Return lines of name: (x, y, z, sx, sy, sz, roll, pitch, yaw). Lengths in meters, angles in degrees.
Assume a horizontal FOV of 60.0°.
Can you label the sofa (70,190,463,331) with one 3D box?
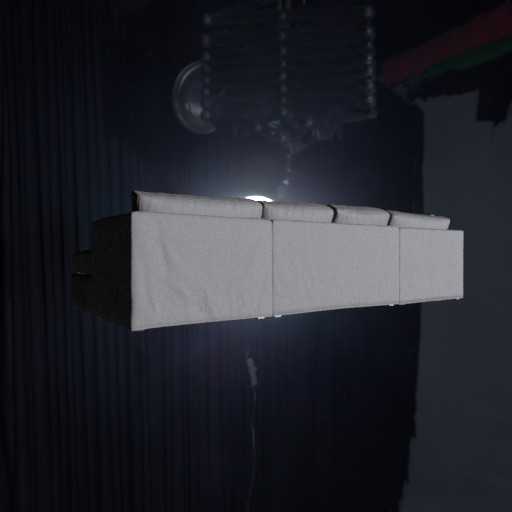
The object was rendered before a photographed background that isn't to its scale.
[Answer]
sofa: (0.000, 0.000, 4.510, 3.460, 0.882, 2.427, 0, 0, -34)
